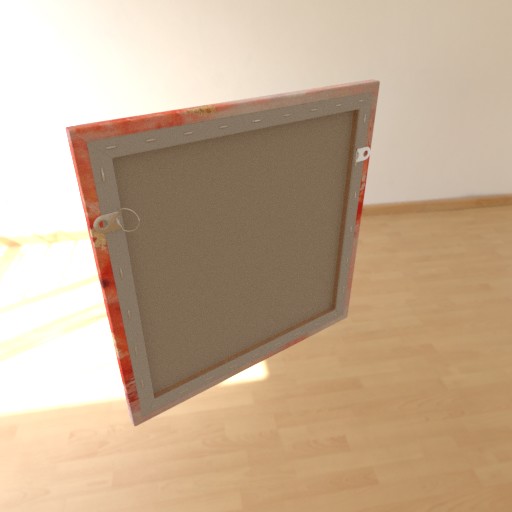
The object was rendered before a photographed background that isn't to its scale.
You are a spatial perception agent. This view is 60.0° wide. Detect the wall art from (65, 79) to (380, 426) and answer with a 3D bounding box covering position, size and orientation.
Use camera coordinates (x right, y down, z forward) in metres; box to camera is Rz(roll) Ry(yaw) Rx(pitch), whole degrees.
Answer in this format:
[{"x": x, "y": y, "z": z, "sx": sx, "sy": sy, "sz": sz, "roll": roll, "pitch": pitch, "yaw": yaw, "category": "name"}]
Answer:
[{"x": 0.000, "y": 0.000, "z": 1.295, "sx": 0.878, "sy": 0.878, "sz": 0.066, "roll": -20, "pitch": 37, "yaw": -29, "category": "wall art"}]
